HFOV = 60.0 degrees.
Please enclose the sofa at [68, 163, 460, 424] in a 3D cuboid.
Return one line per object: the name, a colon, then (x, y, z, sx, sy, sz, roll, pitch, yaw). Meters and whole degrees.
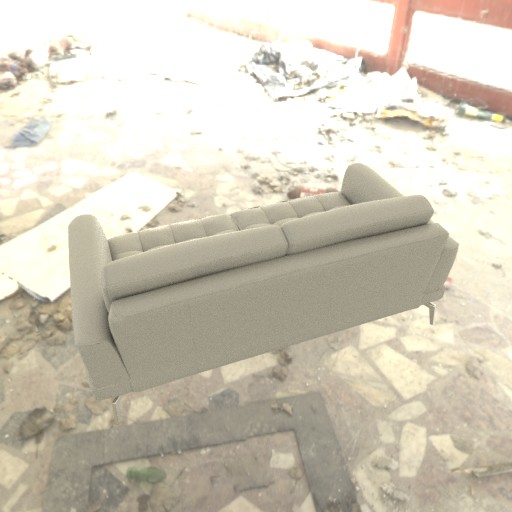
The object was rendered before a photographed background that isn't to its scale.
sofa: (0.000, 0.000, 2.739, 2.177, 0.930, 1.121, -13, 42, -15)
